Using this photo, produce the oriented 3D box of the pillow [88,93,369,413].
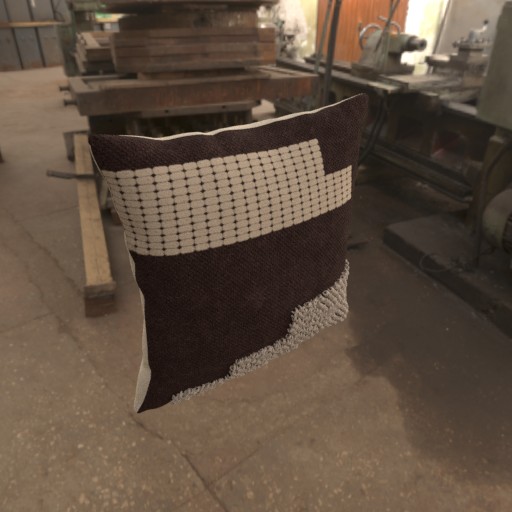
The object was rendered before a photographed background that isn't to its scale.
[{"bbox_3d":[0.000,0.000,0.730,0.475,0.473,0.178,-20,36,-31],"label":"pillow"}]
